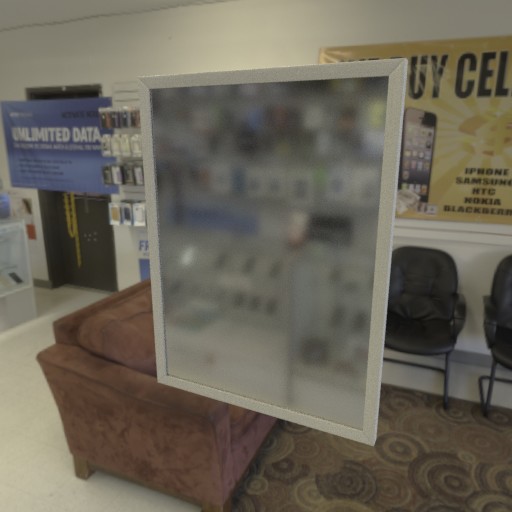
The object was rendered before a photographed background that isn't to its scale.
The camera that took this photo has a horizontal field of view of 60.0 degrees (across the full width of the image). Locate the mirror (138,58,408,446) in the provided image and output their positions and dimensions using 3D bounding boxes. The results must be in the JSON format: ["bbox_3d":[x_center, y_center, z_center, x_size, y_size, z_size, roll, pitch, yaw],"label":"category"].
[{"bbox_3d":[0.000,0.000,1.300,0.762,1.016,0.040,7,17,25],"label":"mirror"}]
